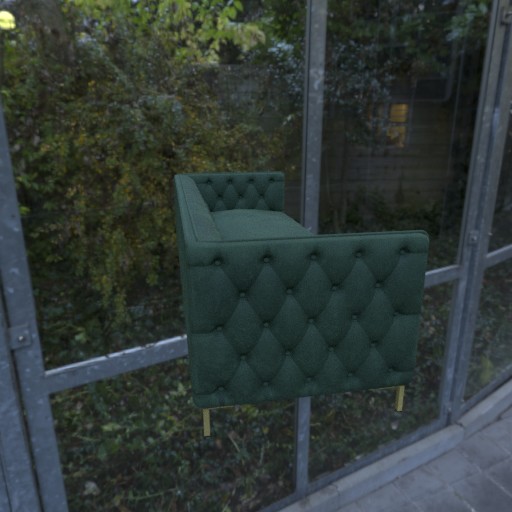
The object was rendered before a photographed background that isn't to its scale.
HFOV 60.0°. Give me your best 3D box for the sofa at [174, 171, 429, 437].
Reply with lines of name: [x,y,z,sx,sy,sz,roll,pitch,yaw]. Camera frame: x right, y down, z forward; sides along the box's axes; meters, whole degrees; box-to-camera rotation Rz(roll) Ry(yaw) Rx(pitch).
sofa: [0.000,0.000,2.634,0.895,0.771,2.209,-3,17,-11]
